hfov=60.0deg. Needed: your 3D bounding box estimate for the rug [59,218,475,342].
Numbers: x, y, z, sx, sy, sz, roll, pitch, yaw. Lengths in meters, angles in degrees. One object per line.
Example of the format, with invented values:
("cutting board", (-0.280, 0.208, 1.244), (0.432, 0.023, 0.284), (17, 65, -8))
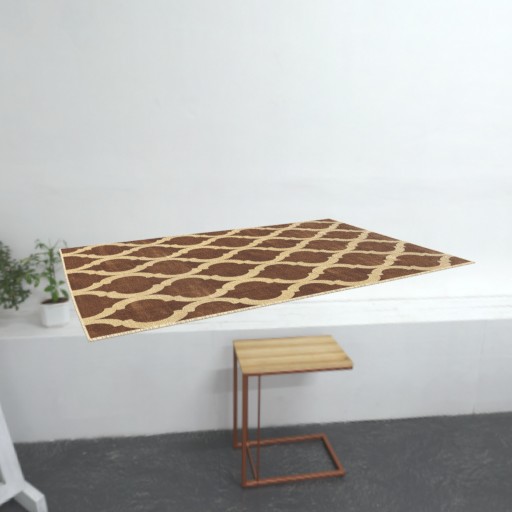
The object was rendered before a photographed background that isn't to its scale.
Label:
("rug", (0.000, 0.000, 2.882), (2.284, 0.008, 1.522), (-8, 18, -26))
